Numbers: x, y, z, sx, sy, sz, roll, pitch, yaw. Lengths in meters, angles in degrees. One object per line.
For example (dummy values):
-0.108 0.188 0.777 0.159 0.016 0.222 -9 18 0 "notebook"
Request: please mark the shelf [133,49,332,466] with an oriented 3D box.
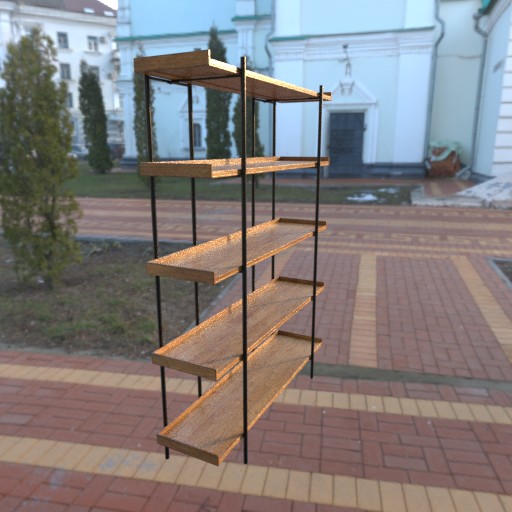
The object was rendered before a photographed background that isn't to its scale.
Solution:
0.000 0.000 2.408 0.379 1.826 1.371 7 15 26 "shelf"
